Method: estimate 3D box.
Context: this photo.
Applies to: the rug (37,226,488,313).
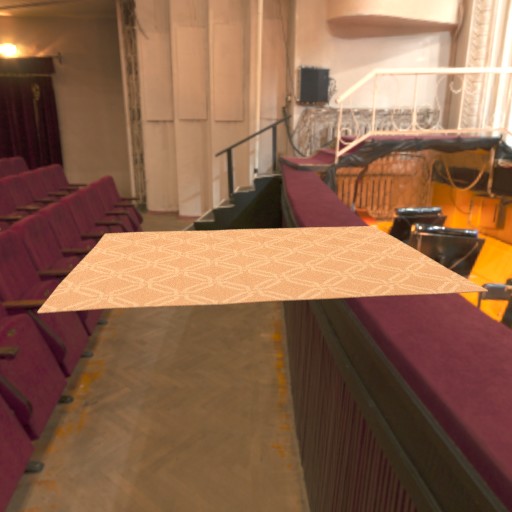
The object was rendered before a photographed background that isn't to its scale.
[{"bbox_3d":[0.000,0.000,2.775,2.135,0.013,1.524,-2,16,-7],"label":"rug"}]
